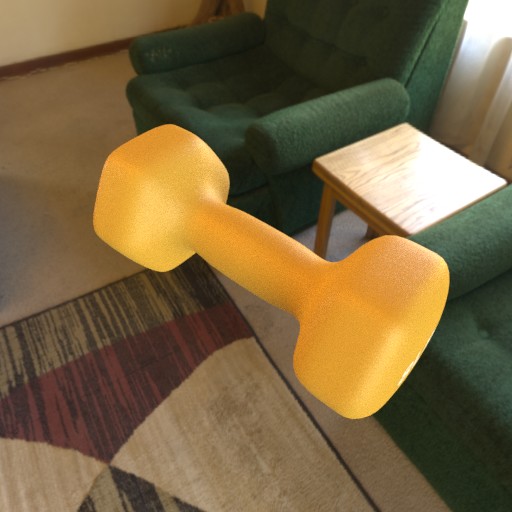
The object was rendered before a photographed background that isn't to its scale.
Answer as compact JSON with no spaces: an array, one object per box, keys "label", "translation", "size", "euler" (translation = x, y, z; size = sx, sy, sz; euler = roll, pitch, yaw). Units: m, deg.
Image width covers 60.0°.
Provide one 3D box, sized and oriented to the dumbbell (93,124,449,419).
[{"label":"dumbbell","translation":[0.000,0.000,0.239],"size":[0.190,0.082,0.090],"euler":[32,55,26]}]
